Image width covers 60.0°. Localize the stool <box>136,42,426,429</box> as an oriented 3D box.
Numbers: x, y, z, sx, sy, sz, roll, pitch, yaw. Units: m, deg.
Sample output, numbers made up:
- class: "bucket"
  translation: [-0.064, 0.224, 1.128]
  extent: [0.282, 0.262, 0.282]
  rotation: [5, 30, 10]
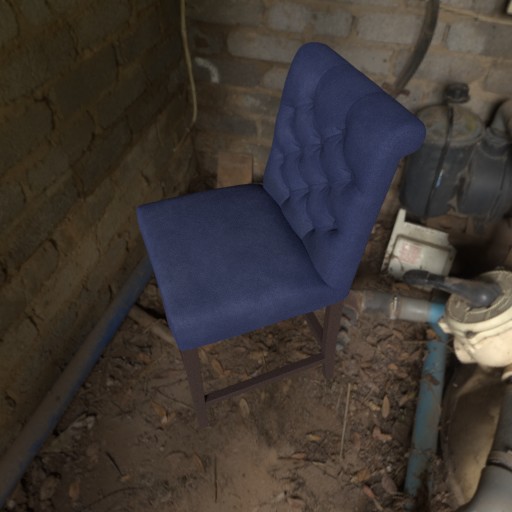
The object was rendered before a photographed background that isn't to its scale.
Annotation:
- class: "stool"
  translation: [0.000, 0.000, 1.317]
  extent: [0.601, 1.010, 0.493]
  rotation: [-16, 49, -14]
